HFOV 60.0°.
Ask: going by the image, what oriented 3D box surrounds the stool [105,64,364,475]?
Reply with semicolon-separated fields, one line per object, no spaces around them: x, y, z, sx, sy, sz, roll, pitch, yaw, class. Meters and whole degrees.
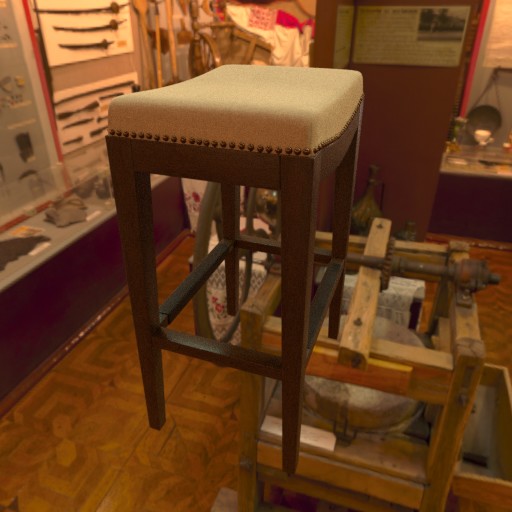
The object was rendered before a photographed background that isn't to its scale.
0.000;0.000;1.019;0.358;0.759;0.498;10;32;17;stool
